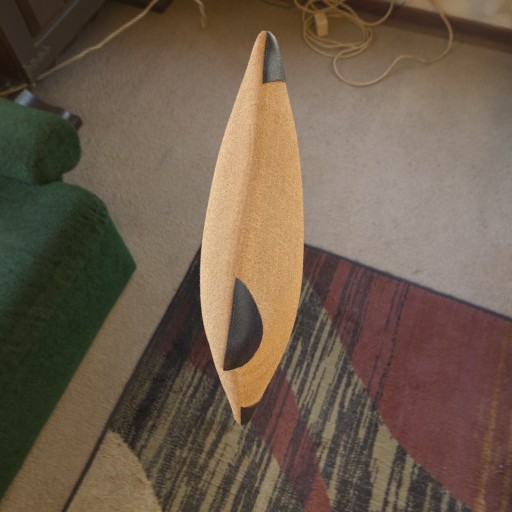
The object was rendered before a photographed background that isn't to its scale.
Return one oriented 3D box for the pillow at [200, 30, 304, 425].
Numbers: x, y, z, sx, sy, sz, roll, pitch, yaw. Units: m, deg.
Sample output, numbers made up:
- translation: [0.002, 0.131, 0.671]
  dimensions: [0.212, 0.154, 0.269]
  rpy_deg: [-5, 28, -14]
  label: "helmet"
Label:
- translation: [0.000, 0.000, 0.660]
  dimensions: [0.147, 0.441, 0.440]
  rpy_deg: [4, 63, 2]
  label: "pillow"
